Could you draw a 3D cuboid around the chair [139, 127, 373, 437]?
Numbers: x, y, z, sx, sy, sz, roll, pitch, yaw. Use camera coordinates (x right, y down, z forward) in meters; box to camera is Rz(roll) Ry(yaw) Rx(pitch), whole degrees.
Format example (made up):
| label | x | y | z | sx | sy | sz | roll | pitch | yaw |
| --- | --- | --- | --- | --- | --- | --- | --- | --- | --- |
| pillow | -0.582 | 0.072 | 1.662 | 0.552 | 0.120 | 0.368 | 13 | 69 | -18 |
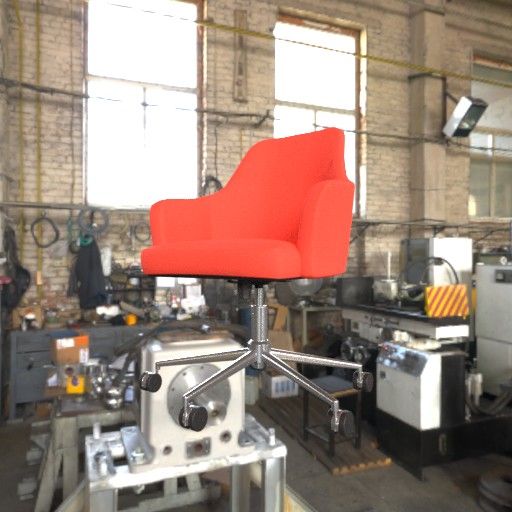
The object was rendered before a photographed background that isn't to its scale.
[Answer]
| label | x | y | z | sx | sy | sz | roll | pitch | yaw |
| --- | --- | --- | --- | --- | --- | --- | --- | --- | --- |
| chair | 0.000 | 0.000 | 1.271 | 0.655 | 0.820 | 0.600 | 0 | 0 | 36 |
